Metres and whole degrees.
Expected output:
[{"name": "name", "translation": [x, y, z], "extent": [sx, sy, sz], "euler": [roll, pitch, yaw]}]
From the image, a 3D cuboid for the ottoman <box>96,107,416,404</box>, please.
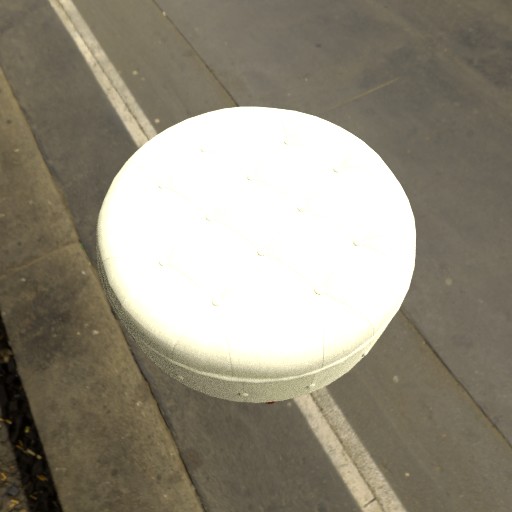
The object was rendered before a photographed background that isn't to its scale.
[{"name": "ottoman", "translation": [0.000, 0.000, 1.340], "extent": [0.850, 0.483, 0.850], "euler": [0, 59, 0]}]
